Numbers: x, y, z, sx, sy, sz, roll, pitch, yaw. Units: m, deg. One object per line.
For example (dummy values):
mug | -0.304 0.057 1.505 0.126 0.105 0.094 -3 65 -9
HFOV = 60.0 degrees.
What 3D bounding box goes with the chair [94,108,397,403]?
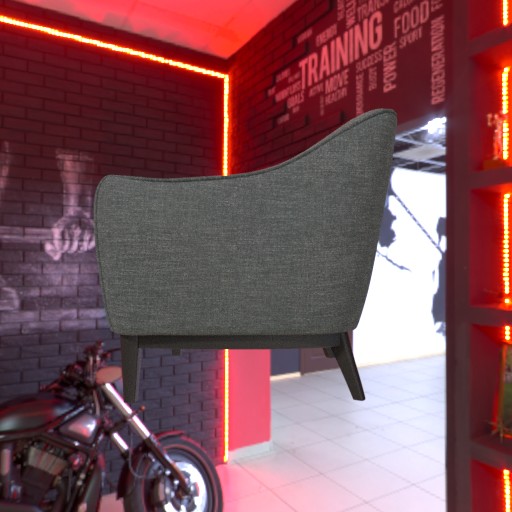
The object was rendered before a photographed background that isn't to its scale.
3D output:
chair | 0.000 0.000 1.563 0.851 0.829 0.870 0 -1 1
